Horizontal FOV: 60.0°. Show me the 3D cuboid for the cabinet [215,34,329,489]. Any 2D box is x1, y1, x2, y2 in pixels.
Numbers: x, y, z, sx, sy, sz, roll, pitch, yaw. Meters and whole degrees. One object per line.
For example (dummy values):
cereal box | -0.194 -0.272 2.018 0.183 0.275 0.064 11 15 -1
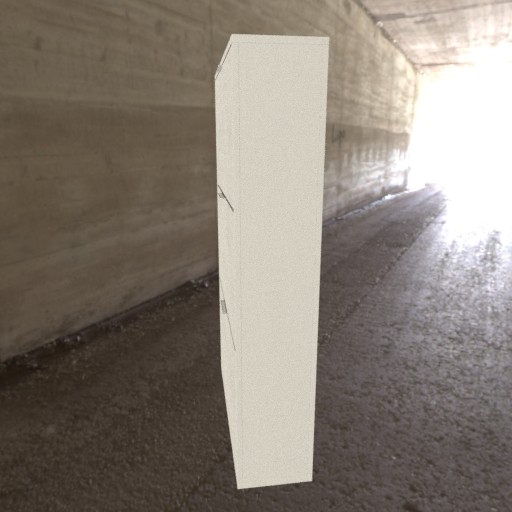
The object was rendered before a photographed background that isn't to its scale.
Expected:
cabinet | 0.000 0.000 1.573 0.250 1.280 0.750 -2 15 -8
